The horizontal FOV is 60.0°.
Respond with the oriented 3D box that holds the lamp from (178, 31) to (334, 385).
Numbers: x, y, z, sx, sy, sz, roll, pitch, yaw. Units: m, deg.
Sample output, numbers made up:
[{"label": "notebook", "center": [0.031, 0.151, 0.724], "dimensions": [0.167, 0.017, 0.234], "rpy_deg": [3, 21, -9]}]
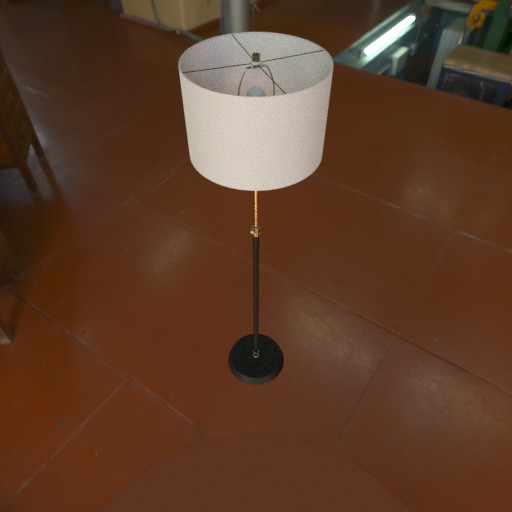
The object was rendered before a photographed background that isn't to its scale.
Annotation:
[{"label": "lamp", "center": [0.000, 0.000, 1.698], "dimensions": [0.404, 1.517, 0.404], "rpy_deg": [-15, 48, -14]}]
